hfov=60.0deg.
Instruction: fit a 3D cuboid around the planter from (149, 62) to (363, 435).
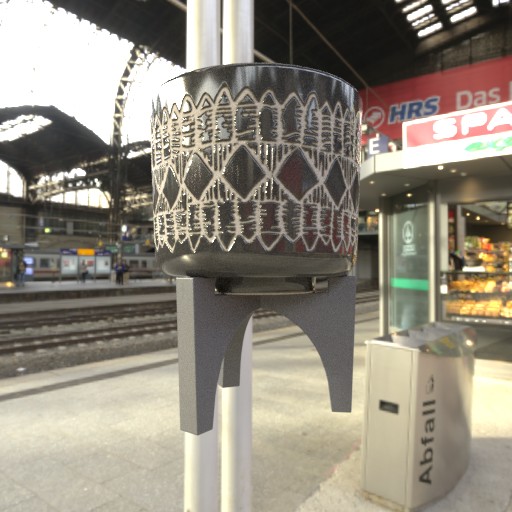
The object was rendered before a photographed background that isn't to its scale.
[{"bbox_3d":[0.000,0.000,0.530,0.251,0.355,0.251,-1,-2,37],"label":"planter"}]
